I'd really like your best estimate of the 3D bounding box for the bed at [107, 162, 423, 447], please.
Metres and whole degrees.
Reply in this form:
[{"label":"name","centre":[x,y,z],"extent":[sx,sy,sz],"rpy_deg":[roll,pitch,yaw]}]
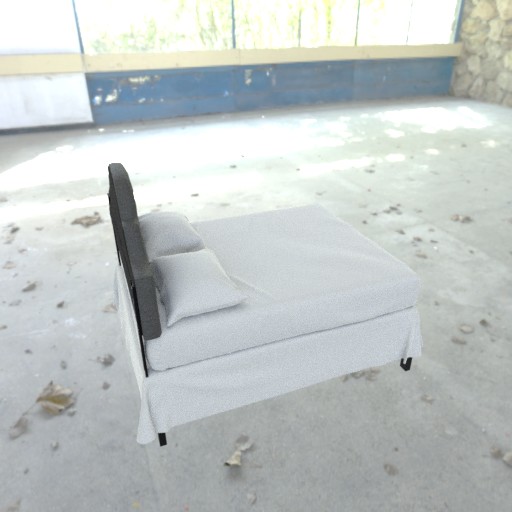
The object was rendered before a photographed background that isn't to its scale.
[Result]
[{"label":"bed","centre":[0.000,0.000,3.455],"extent":[2.222,1.634,1.780],"rpy_deg":[-10,30,-19]}]
